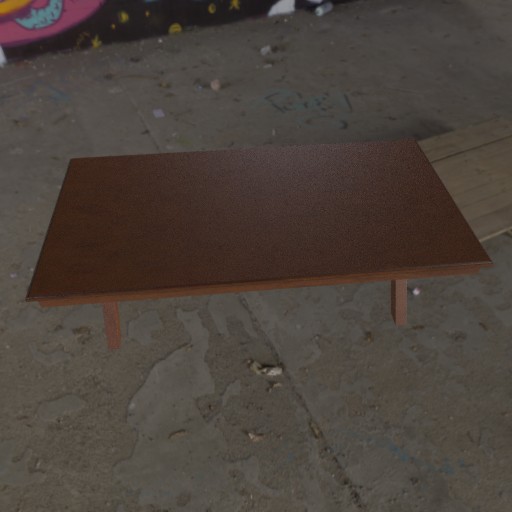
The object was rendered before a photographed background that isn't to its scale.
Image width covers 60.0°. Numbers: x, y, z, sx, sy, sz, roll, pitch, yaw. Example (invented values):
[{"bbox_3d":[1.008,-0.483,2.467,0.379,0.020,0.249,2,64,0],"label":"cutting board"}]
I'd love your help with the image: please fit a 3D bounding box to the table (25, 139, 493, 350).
[{"bbox_3d":[0.000,0.000,1.490,1.197,0.459,0.594,-4,47,-4],"label":"table"}]
